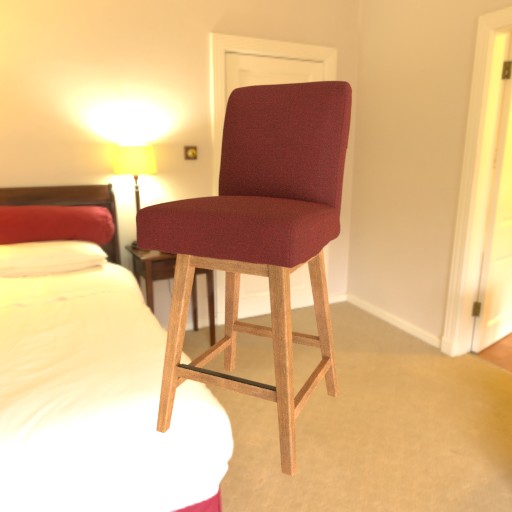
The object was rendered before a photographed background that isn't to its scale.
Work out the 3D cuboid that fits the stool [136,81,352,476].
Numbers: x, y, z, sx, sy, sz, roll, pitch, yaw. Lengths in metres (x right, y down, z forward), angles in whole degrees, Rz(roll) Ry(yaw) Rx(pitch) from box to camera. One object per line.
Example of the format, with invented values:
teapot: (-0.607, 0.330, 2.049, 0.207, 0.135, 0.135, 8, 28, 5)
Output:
stool: (0.000, 0.000, 1.340, 0.468, 1.038, 0.562, 7, 15, 25)
